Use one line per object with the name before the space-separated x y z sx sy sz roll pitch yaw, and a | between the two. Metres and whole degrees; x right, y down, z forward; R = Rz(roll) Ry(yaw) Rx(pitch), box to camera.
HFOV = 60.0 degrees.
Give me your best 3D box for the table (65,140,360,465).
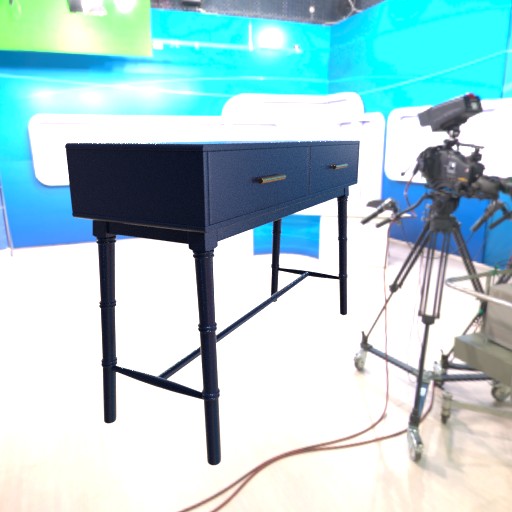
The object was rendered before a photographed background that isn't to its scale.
table | 0.000 0.000 1.494 0.399 0.749 1.118 8 17 27
